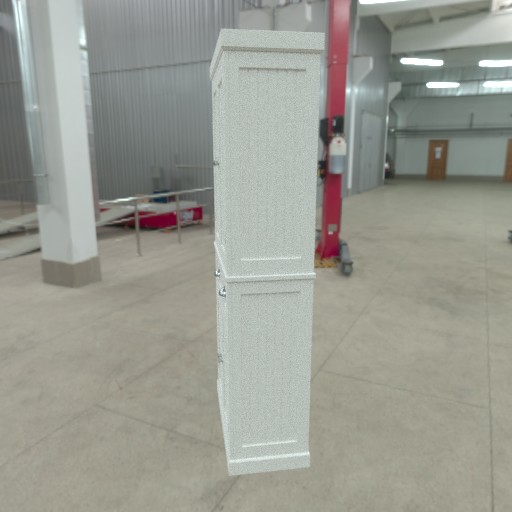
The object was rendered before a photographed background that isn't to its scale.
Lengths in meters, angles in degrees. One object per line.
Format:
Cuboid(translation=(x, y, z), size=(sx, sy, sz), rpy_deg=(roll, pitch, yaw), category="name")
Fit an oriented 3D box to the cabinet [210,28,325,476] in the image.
Cuboid(translation=(0.000, 0.000, 2.156), size=(0.390, 1.829, 0.754), rpy_deg=(-2, 13, -9), category="cabinet")
